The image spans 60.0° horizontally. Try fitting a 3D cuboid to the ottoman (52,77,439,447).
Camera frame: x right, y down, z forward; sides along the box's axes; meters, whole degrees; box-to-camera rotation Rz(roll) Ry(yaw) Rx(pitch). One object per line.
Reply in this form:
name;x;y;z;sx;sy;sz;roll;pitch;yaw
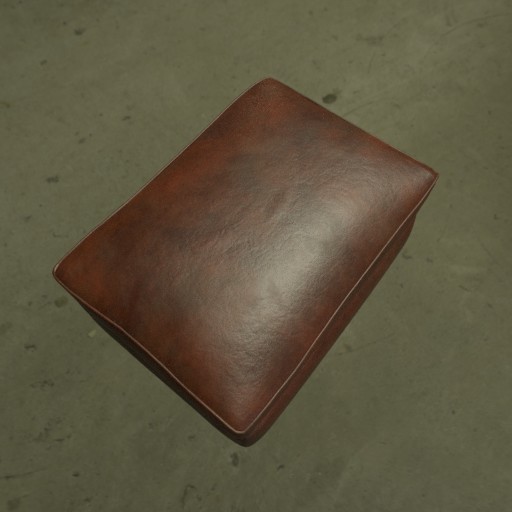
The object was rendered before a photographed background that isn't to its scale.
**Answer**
ottoman;0.000;0.000;1.001;0.501;0.432;0.665;36;69;16
